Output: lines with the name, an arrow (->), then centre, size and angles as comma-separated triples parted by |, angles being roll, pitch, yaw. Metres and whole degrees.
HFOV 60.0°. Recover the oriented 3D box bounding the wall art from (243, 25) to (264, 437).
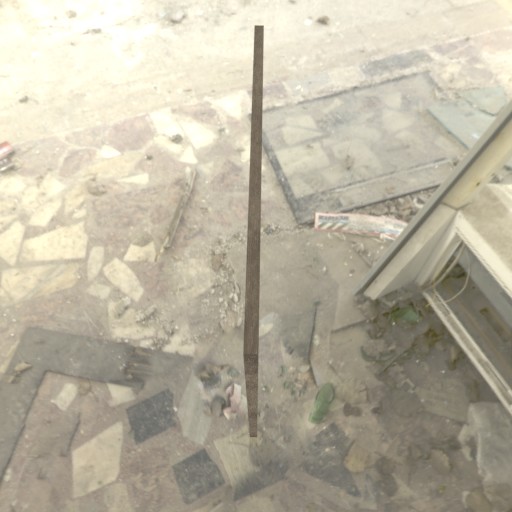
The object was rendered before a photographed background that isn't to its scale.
wall art -> 0.000, 0.000, 0.683 | 0.013, 0.457, 0.457 | 1, 60, 1
